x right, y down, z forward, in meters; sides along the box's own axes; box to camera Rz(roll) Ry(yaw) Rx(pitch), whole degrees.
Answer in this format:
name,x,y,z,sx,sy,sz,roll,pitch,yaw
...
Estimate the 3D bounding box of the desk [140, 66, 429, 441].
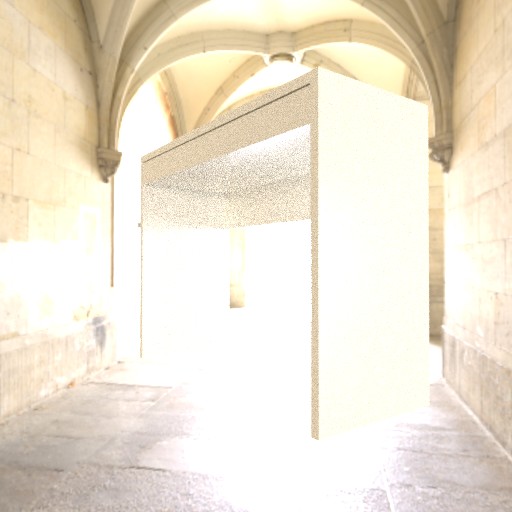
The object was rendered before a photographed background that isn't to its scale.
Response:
name,x,y,z,sx,sy,sz,roll,pitch,yaw
desk,0.000,0.000,1.456,0.400,0.790,1.000,1,-1,-36
